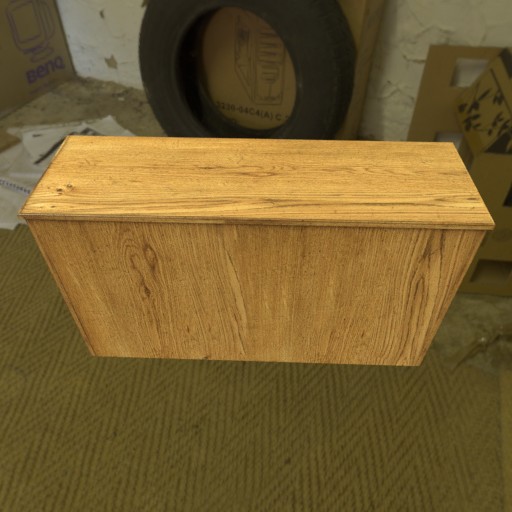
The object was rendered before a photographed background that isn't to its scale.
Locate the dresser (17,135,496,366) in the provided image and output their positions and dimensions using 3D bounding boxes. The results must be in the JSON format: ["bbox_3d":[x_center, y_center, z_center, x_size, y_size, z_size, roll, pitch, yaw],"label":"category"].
[{"bbox_3d":[0.000,0.000,2.057,1.657,0.932,0.563,1,45,1],"label":"dresser"}]
